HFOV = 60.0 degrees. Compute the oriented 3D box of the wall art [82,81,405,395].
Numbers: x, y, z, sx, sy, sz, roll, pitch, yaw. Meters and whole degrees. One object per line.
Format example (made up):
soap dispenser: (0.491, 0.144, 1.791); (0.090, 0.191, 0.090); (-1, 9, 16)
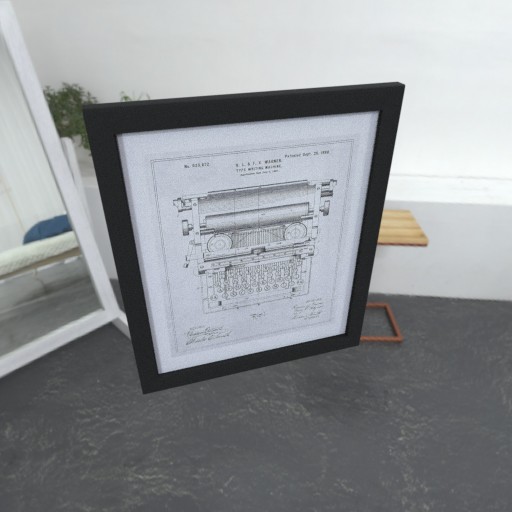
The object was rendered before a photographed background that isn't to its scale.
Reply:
wall art: (0.000, 0.000, 0.719); (0.432, 0.508, 0.021); (-9, 35, -14)
